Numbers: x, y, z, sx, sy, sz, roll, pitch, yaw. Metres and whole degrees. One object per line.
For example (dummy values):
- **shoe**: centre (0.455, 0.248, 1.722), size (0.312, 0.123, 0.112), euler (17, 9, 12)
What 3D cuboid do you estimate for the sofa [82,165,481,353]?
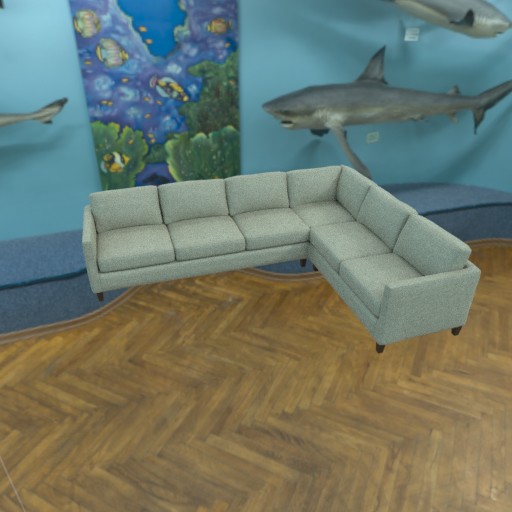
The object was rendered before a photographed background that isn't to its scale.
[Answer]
- **sofa**: centre (0.000, 0.000, 4.507), size (3.333, 0.934, 2.522), euler (-9, 31, -15)
